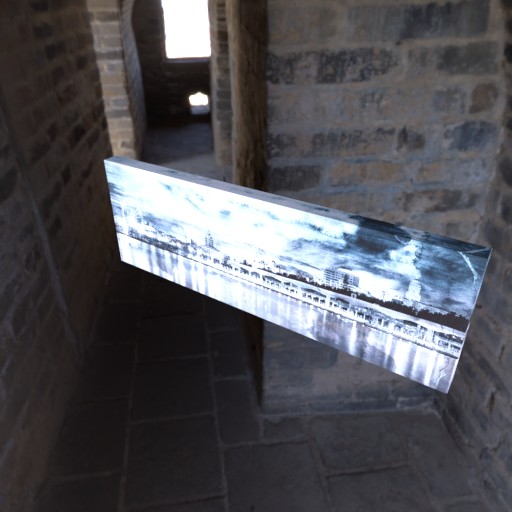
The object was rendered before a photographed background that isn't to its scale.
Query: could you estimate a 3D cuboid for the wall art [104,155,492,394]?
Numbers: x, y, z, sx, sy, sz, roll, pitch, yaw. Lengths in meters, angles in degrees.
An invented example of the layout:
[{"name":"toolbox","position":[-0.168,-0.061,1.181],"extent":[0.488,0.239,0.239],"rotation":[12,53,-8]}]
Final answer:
[{"name":"wall art","position":[0.000,0.000,0.843],"extent":[0.759,0.251,0.037],"rotation":[18,35,29]}]
